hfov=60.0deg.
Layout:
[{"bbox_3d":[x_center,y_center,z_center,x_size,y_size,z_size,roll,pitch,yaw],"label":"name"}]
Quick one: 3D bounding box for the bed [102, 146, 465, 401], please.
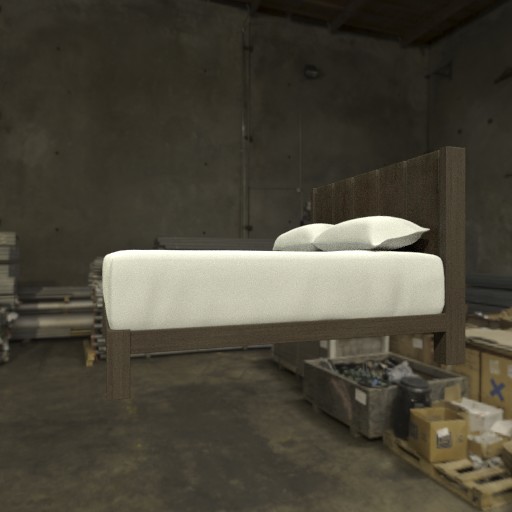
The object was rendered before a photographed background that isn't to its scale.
[{"bbox_3d":[0.000,0.000,3.067,1.992,1.261,1.735,0,0,-20],"label":"bed"}]
